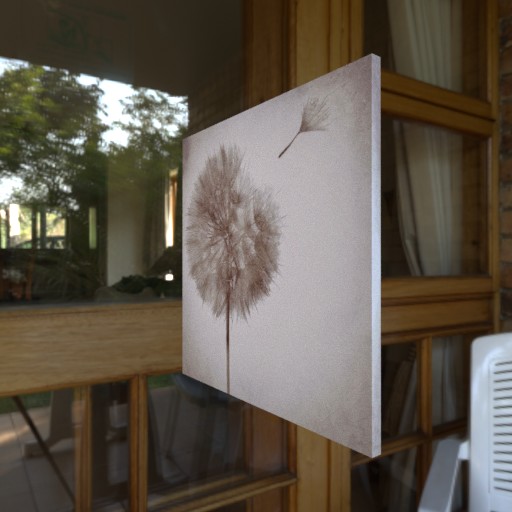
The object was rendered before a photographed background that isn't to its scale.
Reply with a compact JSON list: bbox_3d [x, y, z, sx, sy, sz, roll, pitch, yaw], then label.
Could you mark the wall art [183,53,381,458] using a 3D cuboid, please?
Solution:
[{"bbox_3d":[0.000,0.000,1.147,0.027,0.762,0.762,0,0,-37],"label":"wall art"}]
